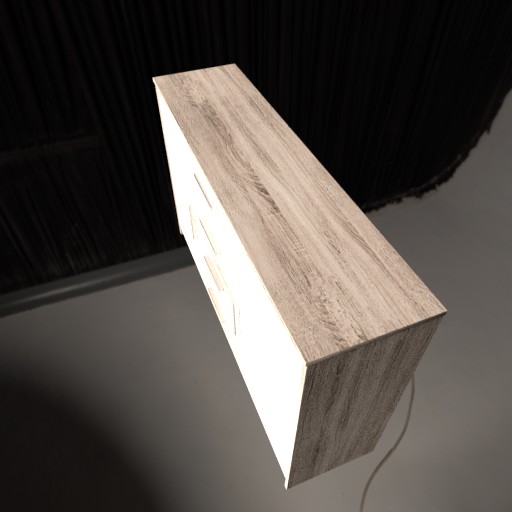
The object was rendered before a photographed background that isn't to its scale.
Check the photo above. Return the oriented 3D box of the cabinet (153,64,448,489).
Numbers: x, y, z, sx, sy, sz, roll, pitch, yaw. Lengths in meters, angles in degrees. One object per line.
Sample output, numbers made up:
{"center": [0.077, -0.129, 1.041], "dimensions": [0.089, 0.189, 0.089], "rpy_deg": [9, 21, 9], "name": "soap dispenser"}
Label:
{"center": [0.000, 0.000, 1.772], "dimensions": [0.380, 0.900, 1.450], "rpy_deg": [-16, 49, -15], "name": "cabinet"}
